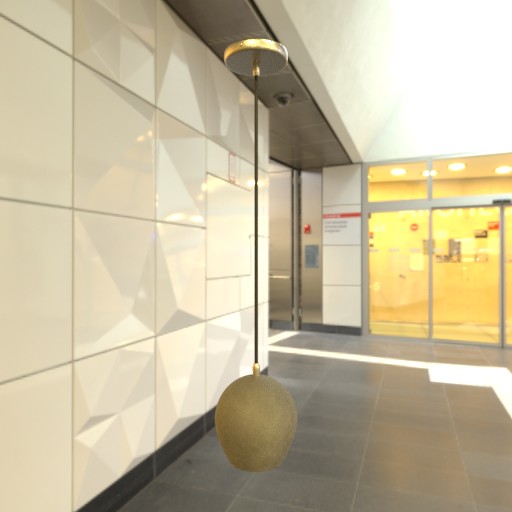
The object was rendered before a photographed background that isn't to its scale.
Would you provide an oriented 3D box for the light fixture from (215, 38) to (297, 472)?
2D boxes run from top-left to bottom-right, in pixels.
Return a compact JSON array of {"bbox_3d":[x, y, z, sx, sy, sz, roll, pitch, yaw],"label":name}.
[{"bbox_3d":[0.000,0.000,0.830,0.153,0.760,0.153,0,0,0],"label":"light fixture"}]
